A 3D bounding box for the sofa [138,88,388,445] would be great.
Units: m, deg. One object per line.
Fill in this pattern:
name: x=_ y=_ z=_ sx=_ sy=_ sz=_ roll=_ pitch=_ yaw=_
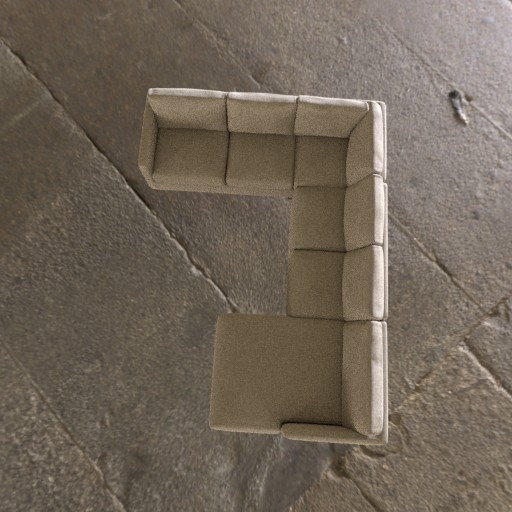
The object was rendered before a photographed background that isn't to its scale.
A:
sofa: x=0.000 y=0.000 z=4.581 sx=2.593 sy=0.959 sz=3.460 roll=4 pitch=77 yaw=1
